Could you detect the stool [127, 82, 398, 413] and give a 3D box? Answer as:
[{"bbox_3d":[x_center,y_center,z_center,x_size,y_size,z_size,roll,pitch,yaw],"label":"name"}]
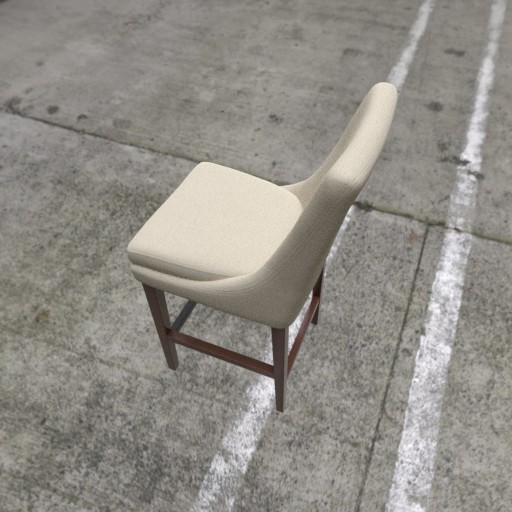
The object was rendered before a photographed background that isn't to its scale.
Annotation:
[{"bbox_3d":[0.000,0.000,1.314,0.577,0.981,0.470,17,49,15],"label":"stool"}]
